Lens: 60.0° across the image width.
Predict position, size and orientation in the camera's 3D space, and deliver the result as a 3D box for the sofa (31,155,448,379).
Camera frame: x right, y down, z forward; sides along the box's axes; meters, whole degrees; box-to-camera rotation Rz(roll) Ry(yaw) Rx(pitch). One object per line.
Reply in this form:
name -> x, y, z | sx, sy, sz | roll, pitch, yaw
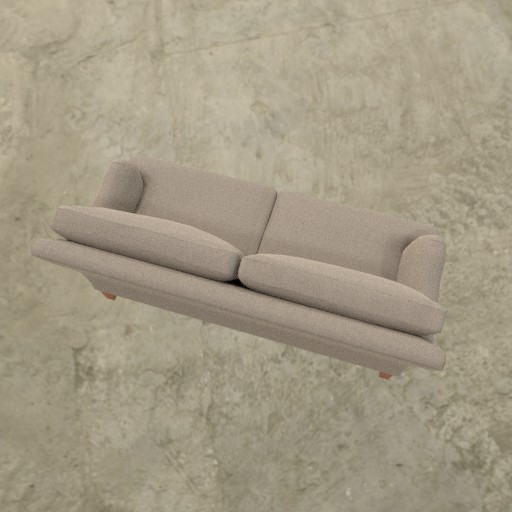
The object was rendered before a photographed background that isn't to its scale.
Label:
sofa -> 0.000, 0.000, 2.751 | 2.160, 1.054, 1.087 | 15, 63, 8
